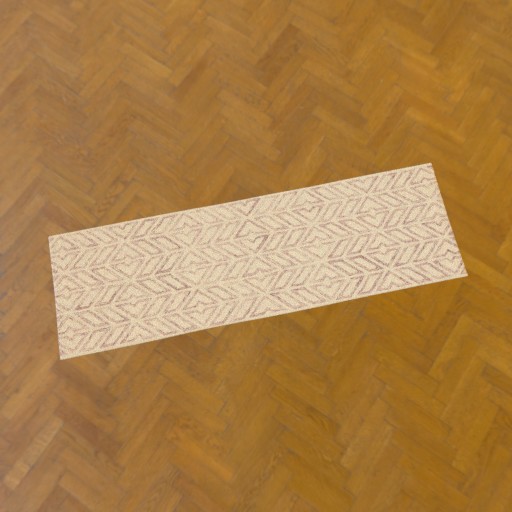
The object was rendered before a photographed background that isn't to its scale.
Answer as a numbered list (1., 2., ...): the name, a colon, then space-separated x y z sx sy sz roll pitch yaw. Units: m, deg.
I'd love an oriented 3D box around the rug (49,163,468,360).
1. rug: 0.000 0.000 2.680 2.435 0.009 0.750 -11 76 -3
